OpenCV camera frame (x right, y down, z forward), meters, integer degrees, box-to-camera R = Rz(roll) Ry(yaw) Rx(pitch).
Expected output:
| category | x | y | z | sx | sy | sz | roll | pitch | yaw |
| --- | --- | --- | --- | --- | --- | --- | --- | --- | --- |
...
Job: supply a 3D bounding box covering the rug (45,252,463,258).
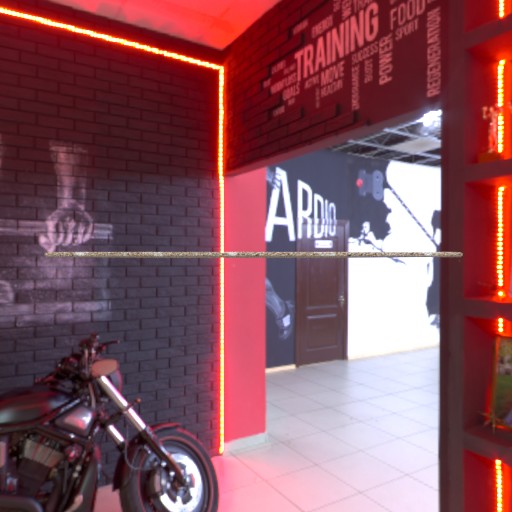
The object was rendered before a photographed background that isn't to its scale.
| category | x | y | z | sx | sy | sz | roll | pitch | yaw |
| --- | --- | --- | --- | --- | --- | --- | --- | --- | --- |
| rug | 0.000 | 0.000 | 4.080 | 2.438 | 0.029 | 3.047 | 0 | 0 | 1 |
